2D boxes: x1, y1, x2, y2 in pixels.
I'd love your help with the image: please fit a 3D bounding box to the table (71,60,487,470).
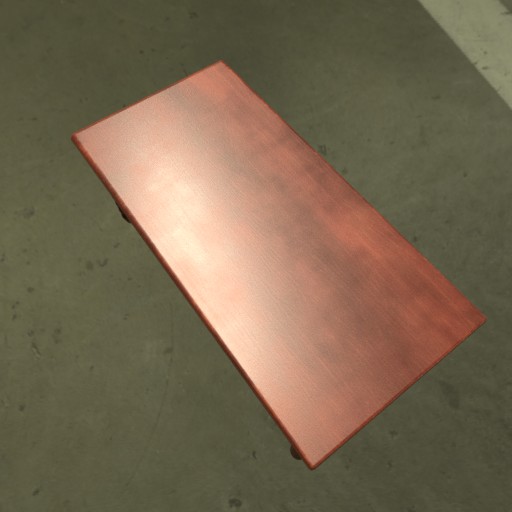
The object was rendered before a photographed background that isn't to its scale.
[{"bbox_3d":[0.000,0.000,1.450,0.580,0.485,1.171,-33,68,-16],"label":"table"}]
